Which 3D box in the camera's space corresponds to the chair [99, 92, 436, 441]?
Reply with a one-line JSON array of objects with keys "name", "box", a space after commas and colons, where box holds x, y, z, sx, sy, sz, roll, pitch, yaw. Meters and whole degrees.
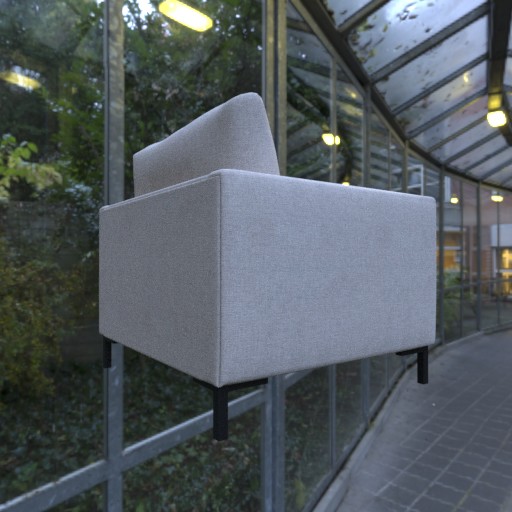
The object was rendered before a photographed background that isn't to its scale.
[{"name": "chair", "box": [0.000, 0.000, 1.618, 0.866, 0.861, 0.963, 0, -1, -36]}]
